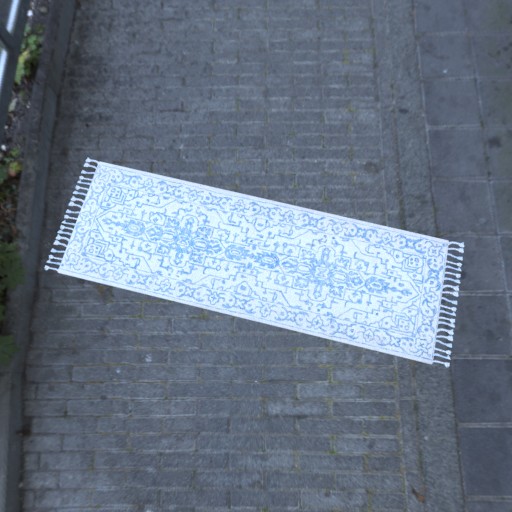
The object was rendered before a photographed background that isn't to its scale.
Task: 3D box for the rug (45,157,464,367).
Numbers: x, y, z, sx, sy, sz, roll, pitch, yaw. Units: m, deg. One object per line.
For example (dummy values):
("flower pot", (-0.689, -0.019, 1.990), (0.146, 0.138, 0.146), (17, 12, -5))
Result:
("rug", (0.000, 0.000, 2.693), (2.449, 0.011, 0.774), (13, 75, 4))
